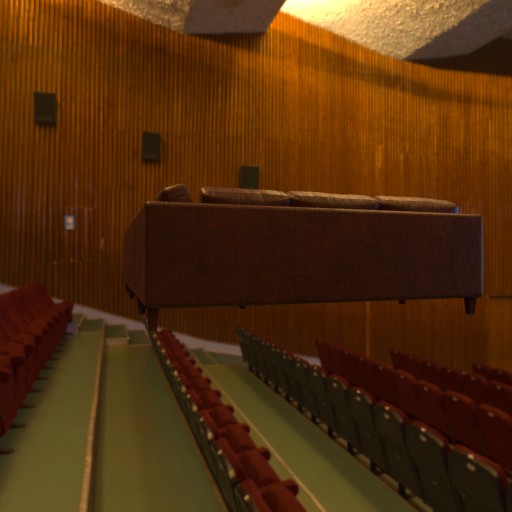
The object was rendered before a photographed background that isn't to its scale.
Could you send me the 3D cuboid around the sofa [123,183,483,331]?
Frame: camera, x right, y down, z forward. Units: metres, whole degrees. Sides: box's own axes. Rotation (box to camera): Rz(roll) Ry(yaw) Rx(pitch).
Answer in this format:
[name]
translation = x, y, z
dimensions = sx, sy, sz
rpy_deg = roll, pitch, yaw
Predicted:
[sofa]
translation = 0.000, 0.000, 4.472
dimensions = 2.452, 0.891, 3.324
rpy_deg = 0, 0, -19
